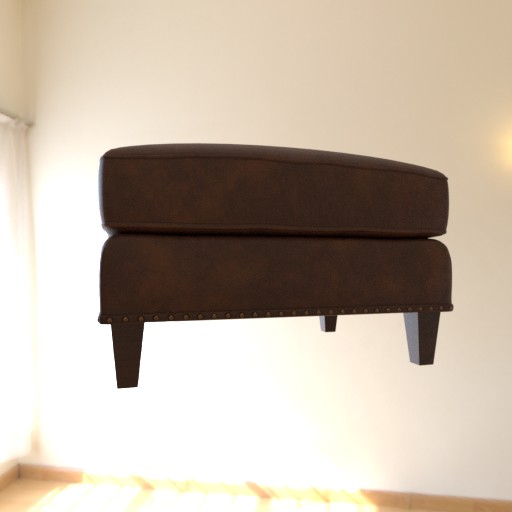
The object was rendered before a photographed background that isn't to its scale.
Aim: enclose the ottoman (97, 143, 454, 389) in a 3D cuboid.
[{"bbox_3d":[0.000,0.000,1.137,0.742,0.486,0.586,0,-1,-16],"label":"ottoman"}]
